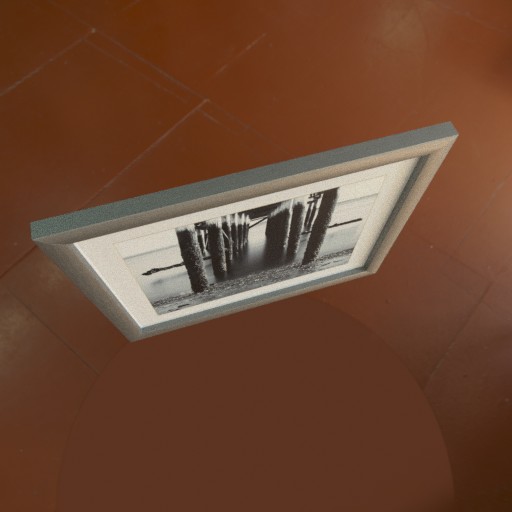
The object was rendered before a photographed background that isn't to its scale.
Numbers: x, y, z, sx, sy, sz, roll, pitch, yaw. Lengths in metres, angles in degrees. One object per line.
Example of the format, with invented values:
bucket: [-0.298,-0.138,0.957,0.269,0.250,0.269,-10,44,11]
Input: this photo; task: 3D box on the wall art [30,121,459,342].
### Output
wall art: [0.000,0.000,0.764,0.556,0.457,0.028,-15,65,-7]
